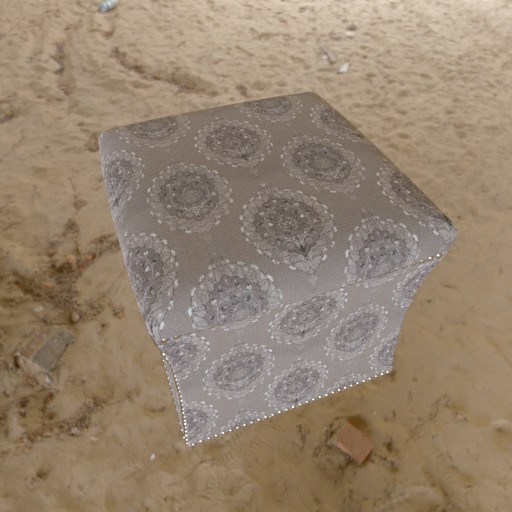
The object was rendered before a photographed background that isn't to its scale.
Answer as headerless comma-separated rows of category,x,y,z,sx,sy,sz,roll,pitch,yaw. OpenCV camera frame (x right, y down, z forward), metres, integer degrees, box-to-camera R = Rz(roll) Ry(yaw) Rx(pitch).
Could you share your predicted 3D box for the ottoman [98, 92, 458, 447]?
ottoman,0.000,0.000,0.908,0.497,0.473,0.507,-15,48,-14
